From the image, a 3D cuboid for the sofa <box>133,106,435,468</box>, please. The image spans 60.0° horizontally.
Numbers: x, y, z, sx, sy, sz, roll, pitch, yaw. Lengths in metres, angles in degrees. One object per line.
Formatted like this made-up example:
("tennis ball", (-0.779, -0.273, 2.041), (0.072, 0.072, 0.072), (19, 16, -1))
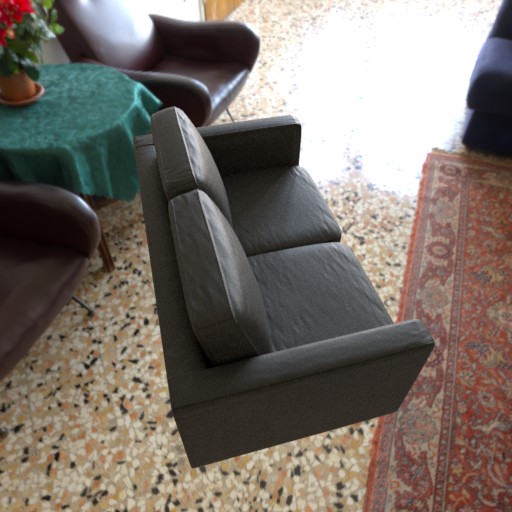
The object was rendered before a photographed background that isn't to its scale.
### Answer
("sofa", (0.000, 0.000, 1.962), (0.879, 0.899, 1.430), (-11, 49, -10))
